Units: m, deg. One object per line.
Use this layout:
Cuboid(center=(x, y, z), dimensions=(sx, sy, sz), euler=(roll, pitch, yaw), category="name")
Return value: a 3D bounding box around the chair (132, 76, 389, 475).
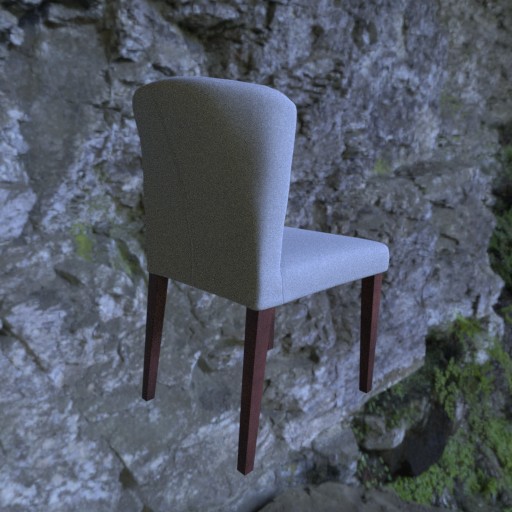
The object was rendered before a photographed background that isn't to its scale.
Cuboid(center=(0.000, 0.000, 1.198), dimensions=(0.592, 0.839, 0.491), euler=(-12, 18, -42), category="chair")
